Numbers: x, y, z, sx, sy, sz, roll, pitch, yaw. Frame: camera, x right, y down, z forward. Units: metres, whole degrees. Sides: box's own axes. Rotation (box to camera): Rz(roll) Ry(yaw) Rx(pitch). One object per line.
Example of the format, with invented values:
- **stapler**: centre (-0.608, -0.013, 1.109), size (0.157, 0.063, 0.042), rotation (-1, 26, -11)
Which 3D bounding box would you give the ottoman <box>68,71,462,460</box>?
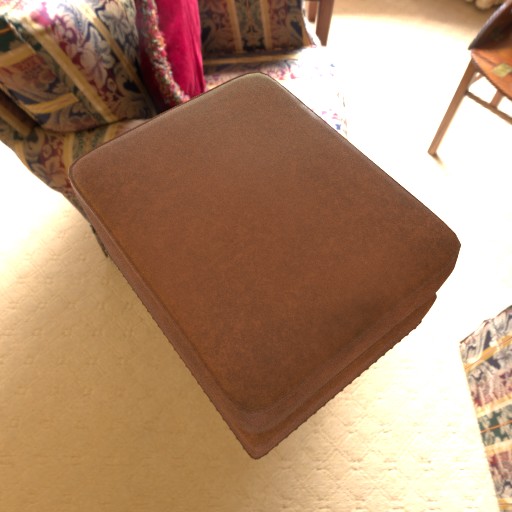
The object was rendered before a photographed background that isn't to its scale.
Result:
- **ottoman**: centre (0.000, 0.000, 1.119), size (0.589, 0.537, 0.738), rotation (-34, 65, -18)
